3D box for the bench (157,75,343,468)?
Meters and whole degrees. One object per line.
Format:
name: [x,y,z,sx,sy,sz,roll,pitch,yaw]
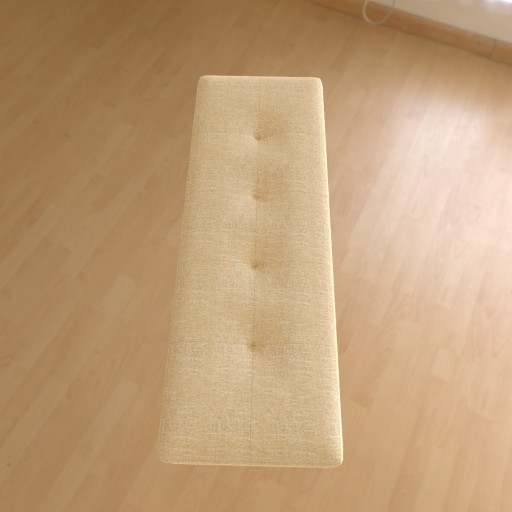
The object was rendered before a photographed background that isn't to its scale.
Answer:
bench: [0.000,0.000,1.423,0.432,0.406,1.219,1,64,1]
